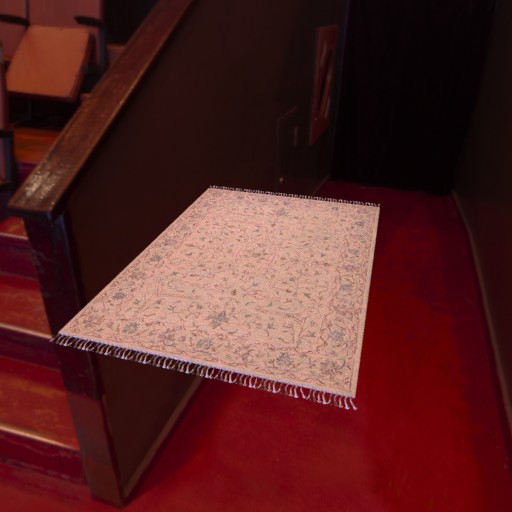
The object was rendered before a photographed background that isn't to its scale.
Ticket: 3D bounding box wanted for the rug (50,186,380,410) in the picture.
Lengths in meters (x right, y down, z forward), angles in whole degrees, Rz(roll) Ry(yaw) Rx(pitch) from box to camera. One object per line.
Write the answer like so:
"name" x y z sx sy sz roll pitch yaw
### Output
"rug" 0.000 0.000 2.393 1.247 0.008 1.802 8 31 14
